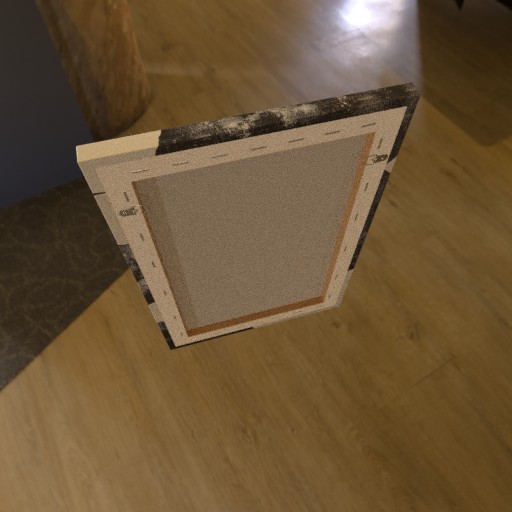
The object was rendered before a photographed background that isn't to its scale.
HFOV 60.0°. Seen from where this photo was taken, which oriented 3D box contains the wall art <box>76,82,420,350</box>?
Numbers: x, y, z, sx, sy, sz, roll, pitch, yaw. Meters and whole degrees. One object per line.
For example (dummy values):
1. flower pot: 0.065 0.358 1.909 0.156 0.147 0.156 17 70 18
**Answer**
1. wall art: 0.000 0.000 1.160 0.610 0.915 0.041 -13 60 -8
